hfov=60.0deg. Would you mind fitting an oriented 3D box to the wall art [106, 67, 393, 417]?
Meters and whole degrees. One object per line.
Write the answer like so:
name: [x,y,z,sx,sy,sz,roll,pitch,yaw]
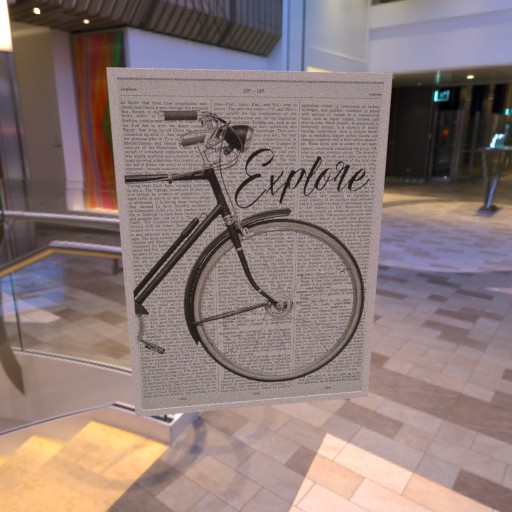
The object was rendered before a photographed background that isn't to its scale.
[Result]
wall art: [0.000,0.000,0.784,0.457,0.610,0.003,-2,16,-8]
